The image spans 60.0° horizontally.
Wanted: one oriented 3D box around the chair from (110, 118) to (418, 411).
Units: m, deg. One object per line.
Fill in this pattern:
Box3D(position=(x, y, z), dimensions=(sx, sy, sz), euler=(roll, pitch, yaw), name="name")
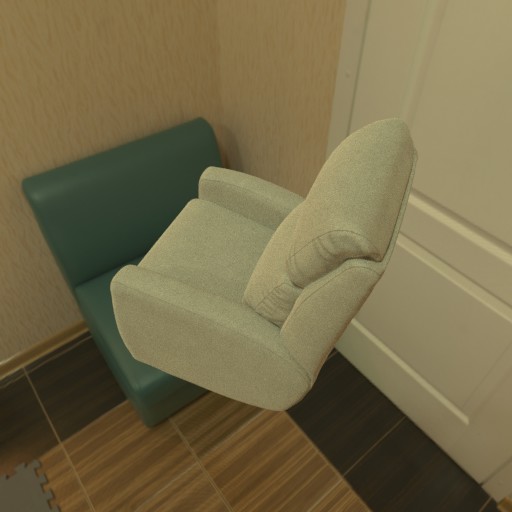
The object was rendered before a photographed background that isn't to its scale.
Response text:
Box3D(position=(0.000, 0.000, 1.691), dimensions=(0.940, 1.021, 0.794), euler=(17, 49, 15), name="chair")
